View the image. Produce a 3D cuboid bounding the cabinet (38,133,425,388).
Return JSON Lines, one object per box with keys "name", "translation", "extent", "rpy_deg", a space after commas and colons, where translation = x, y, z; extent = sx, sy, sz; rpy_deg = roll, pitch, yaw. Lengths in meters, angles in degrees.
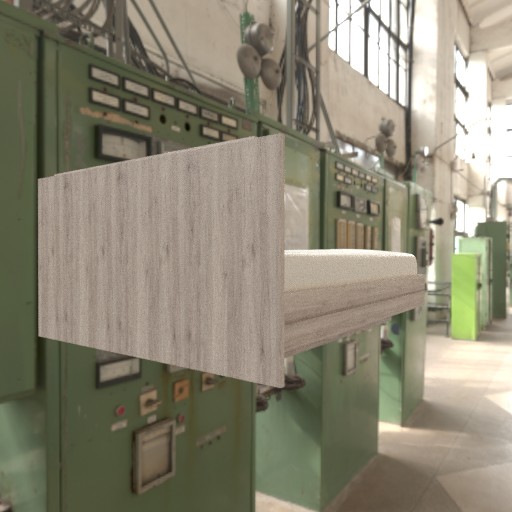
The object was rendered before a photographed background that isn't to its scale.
{"name": "cabinet", "translation": [0.000, 0.000, 3.012], "extent": [1.750, 0.970, 2.080], "rpy_deg": [0, 1, 36]}
